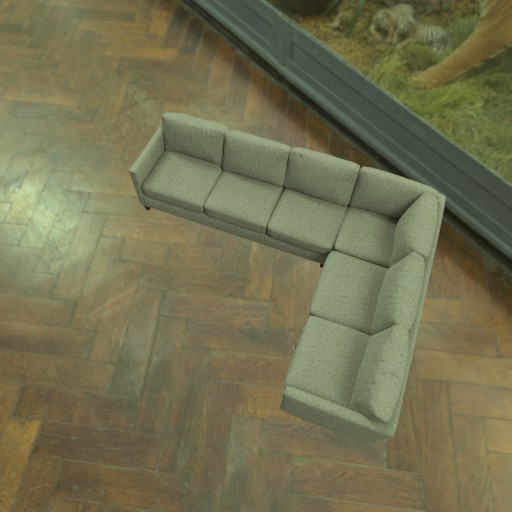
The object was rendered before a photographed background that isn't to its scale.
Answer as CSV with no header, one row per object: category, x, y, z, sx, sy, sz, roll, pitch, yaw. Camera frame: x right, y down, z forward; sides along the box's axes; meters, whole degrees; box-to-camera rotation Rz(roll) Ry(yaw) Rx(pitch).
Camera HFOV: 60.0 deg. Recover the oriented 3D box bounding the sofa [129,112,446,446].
sofa,0.000,0.000,4.528,3.302,0.947,2.593,19,62,11
